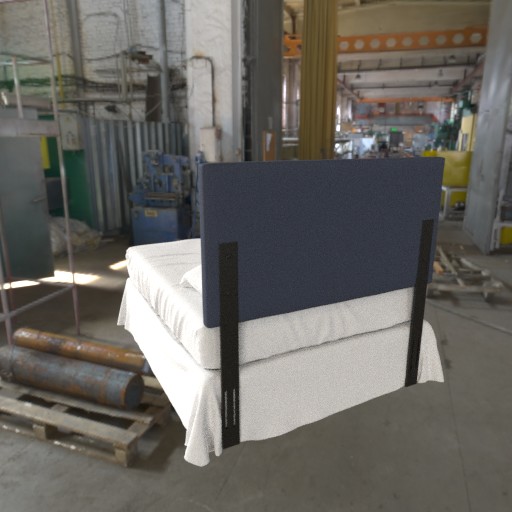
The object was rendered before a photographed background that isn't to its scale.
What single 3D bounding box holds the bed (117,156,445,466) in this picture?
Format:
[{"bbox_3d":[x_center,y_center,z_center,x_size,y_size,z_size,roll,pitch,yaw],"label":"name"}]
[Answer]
[{"bbox_3d":[0.000,0.000,3.490,1.936,1.577,2.222,-8,17,-26],"label":"bed"}]
